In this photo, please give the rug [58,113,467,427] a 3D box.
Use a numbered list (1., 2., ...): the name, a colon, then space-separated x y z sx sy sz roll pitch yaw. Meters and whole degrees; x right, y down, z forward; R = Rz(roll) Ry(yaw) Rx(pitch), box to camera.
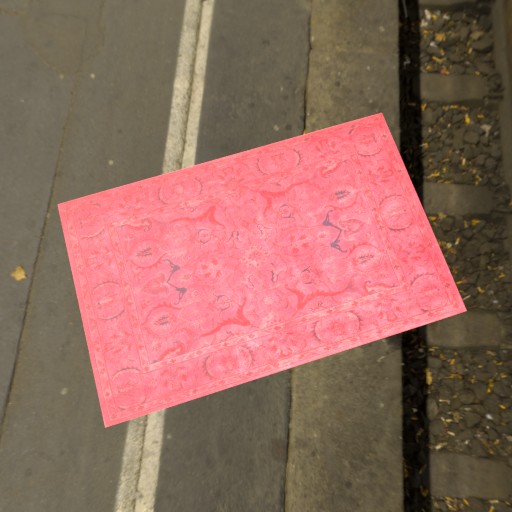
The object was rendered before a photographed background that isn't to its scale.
1. rug: 0.000 0.000 3.003 2.423 0.010 1.534 -17 76 -4
